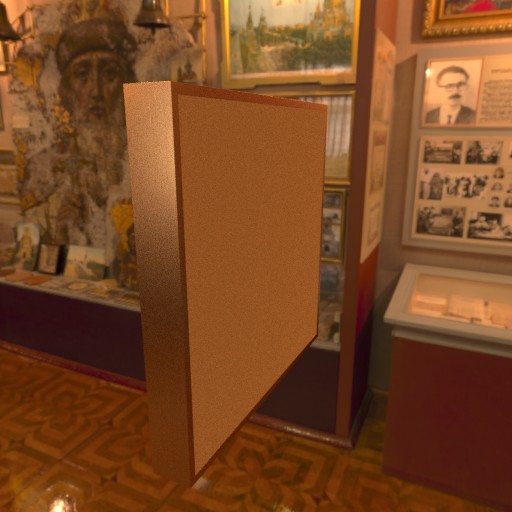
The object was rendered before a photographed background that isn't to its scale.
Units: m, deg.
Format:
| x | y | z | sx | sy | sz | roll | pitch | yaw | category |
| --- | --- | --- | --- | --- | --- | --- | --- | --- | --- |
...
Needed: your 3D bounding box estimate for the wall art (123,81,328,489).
| x | y | z | sx | sy | sz | roll | pitch | yaw | category |
| --- | --- | --- | --- | --- | --- | --- | --- | --- | --- |
| 0.000 | 0.000 | 0.451 | 0.038 | 0.304 | 0.304 | 8 | 18 | 26 | wall art |
